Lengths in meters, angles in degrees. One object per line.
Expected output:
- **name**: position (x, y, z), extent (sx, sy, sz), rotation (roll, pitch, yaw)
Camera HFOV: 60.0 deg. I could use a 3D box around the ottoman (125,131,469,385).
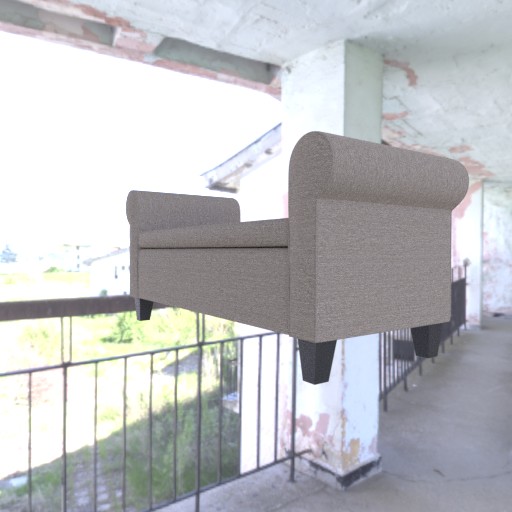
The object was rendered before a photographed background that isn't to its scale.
- **ottoman**: position (0.000, 0.000, 1.546), extent (0.521, 0.547, 1.256), rotation (-1, 1, -35)
